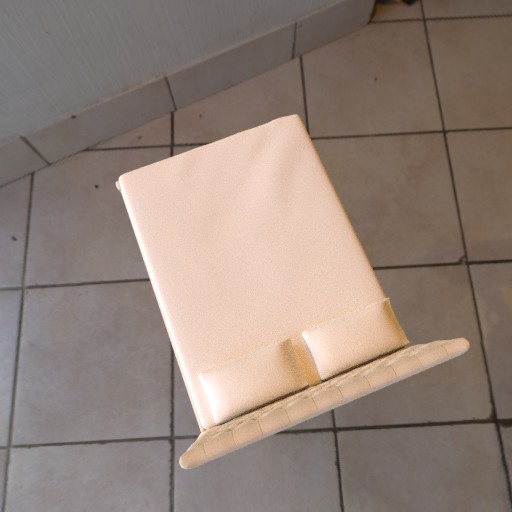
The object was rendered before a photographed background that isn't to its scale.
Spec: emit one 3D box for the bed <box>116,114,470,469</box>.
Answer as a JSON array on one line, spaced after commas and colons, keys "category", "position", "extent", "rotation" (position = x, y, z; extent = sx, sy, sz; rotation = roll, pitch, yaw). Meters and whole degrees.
[{"category": "bed", "position": [0.000, 0.000, 3.288], "extent": [1.696, 1.426, 2.233], "rotation": [-21, 76, -6]}]
